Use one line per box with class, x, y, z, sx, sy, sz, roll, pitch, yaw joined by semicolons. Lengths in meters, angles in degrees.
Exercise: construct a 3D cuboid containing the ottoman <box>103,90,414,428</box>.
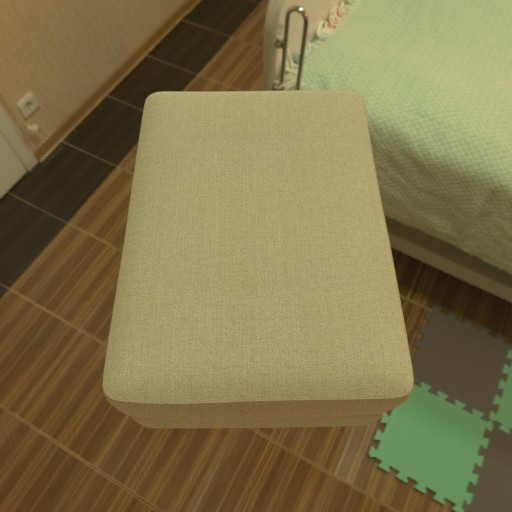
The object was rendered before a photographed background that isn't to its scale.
ottoman;0.000;0.000;1.227;0.637;0.478;0.885;-1;62;0
